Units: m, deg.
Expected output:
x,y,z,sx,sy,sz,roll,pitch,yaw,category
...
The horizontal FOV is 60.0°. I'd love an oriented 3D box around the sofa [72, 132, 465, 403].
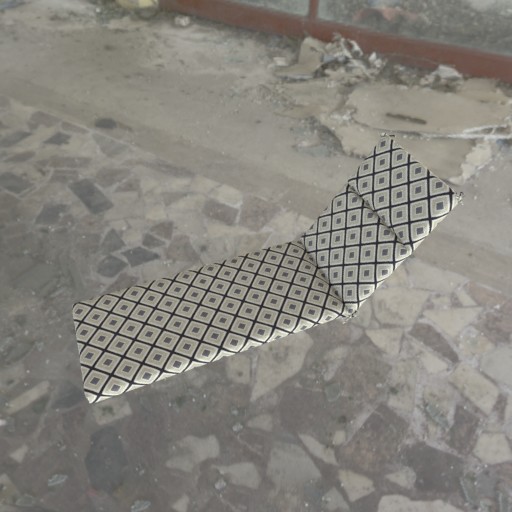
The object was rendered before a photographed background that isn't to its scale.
x,y,z,sx,sy,sz,roll,pitch,yaw,category
0.000,0.000,1.957,1.663,0.622,0.582,-16,47,-15,sofa
